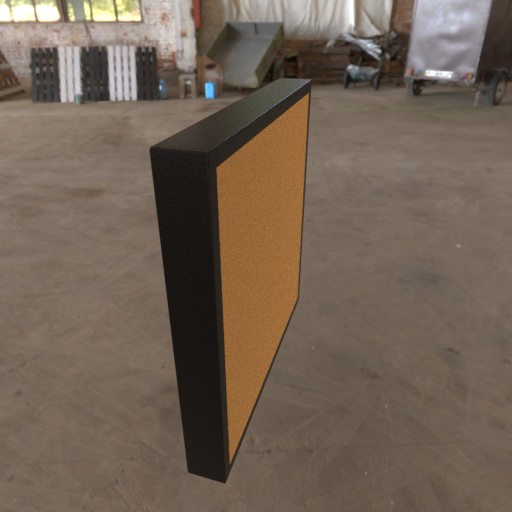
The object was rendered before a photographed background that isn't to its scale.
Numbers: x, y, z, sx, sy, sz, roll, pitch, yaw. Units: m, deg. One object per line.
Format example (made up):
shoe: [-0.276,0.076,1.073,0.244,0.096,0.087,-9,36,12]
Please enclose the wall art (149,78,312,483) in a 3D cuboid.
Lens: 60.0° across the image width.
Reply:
wall art: [0.000,0.000,0.451,0.037,0.299,0.299,9,31,15]
